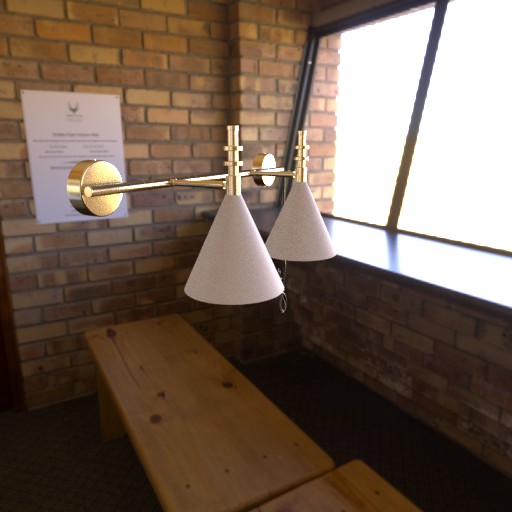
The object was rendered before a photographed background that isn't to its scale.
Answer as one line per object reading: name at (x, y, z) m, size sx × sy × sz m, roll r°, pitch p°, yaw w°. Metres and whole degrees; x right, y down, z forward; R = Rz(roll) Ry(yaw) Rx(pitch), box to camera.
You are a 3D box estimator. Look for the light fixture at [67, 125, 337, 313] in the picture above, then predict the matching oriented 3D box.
light fixture at (0.000, 0.000, 0.851) m, size 0.239 × 0.468 × 0.642 m, roll 7°, pitch 16°, yaw 26°
